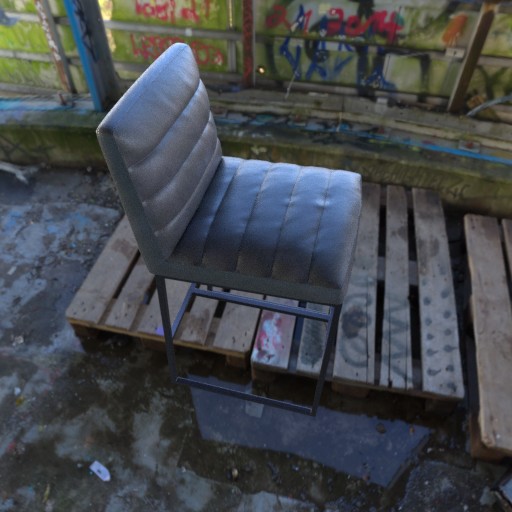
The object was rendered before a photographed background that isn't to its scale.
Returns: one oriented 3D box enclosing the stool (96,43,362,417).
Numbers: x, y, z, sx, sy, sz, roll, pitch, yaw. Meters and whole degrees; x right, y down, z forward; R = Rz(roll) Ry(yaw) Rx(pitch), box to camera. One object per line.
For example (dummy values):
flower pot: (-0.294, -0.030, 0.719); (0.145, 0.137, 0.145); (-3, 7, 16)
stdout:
stool: (0.000, 0.000, 1.347); (0.562, 1.065, 0.463); (10, 48, 9)
